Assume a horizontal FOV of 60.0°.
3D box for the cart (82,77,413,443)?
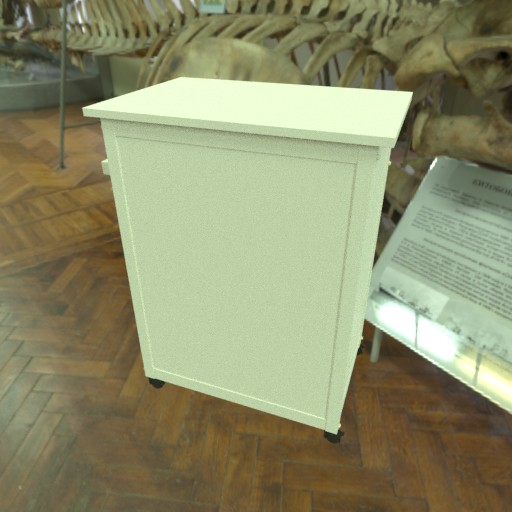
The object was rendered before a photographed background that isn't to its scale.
[{"bbox_3d":[0.000,0.000,1.270,0.683,0.864,0.442,11,32,18],"label":"cart"}]
